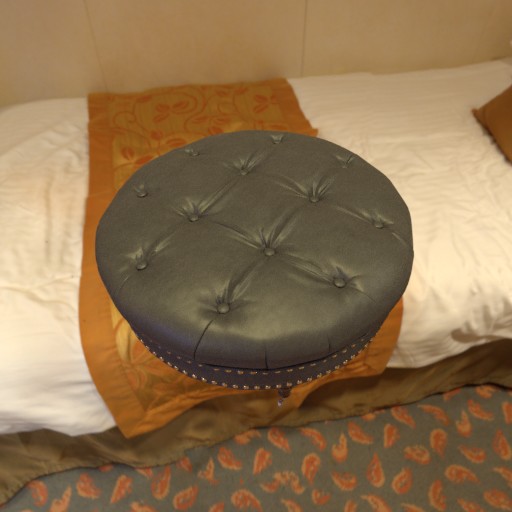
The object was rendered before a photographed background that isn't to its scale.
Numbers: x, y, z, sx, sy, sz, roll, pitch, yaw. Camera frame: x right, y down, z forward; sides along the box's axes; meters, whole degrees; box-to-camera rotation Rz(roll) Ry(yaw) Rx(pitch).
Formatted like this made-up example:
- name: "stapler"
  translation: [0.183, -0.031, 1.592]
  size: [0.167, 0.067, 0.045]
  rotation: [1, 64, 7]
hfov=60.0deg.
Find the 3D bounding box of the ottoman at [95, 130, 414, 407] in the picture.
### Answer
- name: "ottoman"
  translation: [0.000, 0.000, 1.372]
  size: [0.901, 0.439, 0.901]
  rotation: [0, 47, 0]
